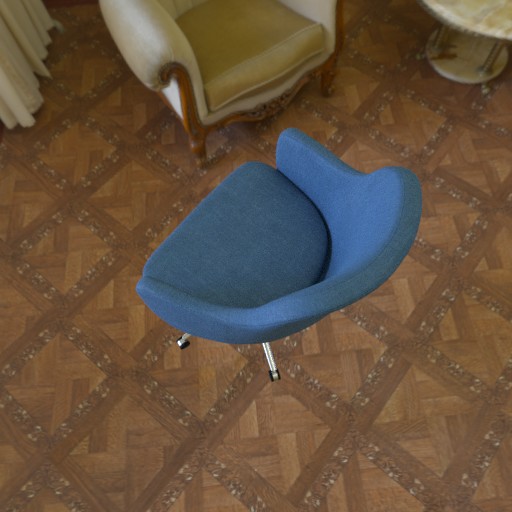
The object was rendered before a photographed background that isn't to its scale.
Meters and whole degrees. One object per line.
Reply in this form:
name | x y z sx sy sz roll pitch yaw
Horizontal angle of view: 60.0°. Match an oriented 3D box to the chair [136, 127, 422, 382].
chair | 0.000 0.000 1.227 0.655 0.820 0.599 35 69 15
